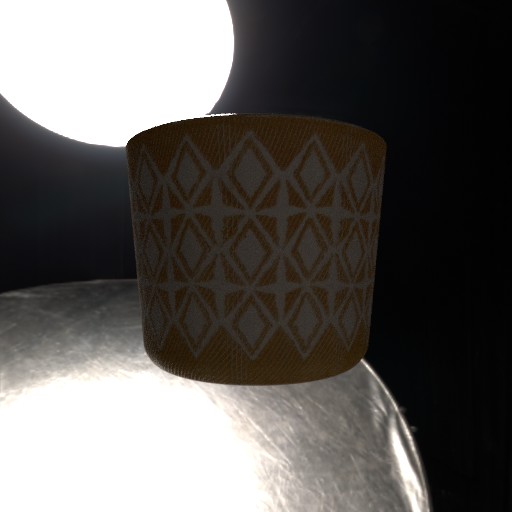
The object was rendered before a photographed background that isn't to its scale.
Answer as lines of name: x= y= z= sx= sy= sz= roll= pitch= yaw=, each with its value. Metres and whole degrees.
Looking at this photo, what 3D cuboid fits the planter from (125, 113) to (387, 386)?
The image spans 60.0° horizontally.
planter: x=0.000 y=0.000 z=0.224 sx=0.126 sy=0.104 sz=0.126 roll=0 pitch=0 yaw=0
